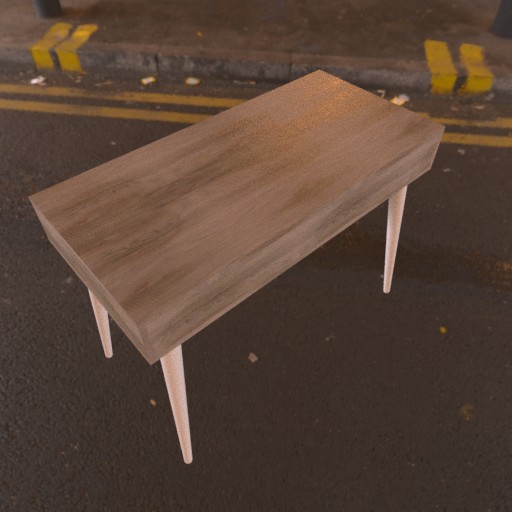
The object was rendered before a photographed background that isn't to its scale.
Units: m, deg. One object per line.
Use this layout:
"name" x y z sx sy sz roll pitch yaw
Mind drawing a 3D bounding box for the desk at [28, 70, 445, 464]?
"desk" 0.000 0.000 1.381 0.979 0.723 0.491 -33 55 -27
